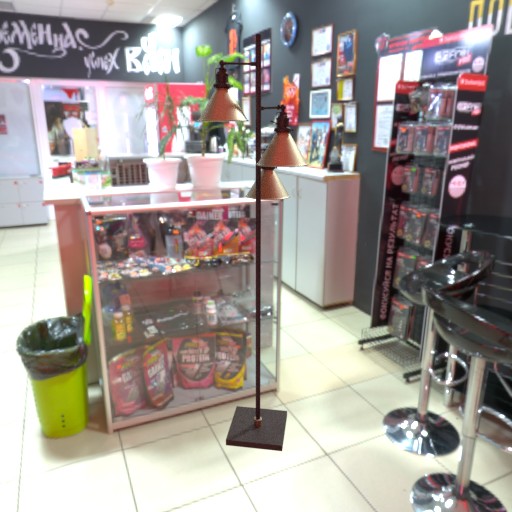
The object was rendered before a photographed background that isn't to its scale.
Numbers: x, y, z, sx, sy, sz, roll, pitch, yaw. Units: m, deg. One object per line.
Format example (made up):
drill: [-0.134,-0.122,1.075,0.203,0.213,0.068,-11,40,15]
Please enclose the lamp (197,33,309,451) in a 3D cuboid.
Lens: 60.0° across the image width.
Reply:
lamp: [0.000,0.000,1.895,0.428,1.716,0.415,2,17,8]
